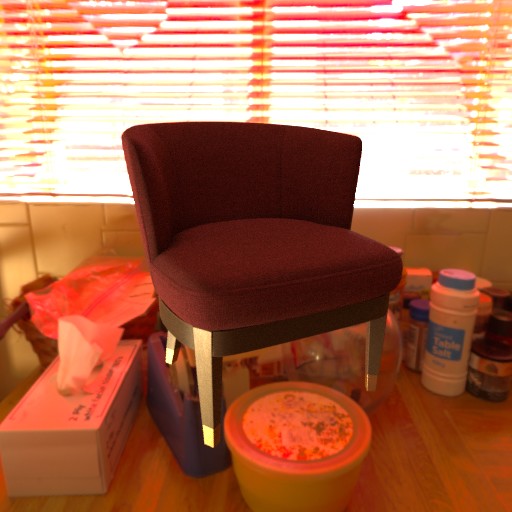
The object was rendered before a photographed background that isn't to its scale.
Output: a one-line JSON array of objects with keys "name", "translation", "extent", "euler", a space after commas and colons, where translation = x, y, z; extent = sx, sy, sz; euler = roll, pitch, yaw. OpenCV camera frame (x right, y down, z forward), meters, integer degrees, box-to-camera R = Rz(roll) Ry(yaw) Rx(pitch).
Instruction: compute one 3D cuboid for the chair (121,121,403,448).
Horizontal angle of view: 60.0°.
[{"name": "chair", "translation": [0.000, 0.000, 1.296], "extent": [0.700, 0.760, 0.660], "euler": [-8, 18, -26]}]
